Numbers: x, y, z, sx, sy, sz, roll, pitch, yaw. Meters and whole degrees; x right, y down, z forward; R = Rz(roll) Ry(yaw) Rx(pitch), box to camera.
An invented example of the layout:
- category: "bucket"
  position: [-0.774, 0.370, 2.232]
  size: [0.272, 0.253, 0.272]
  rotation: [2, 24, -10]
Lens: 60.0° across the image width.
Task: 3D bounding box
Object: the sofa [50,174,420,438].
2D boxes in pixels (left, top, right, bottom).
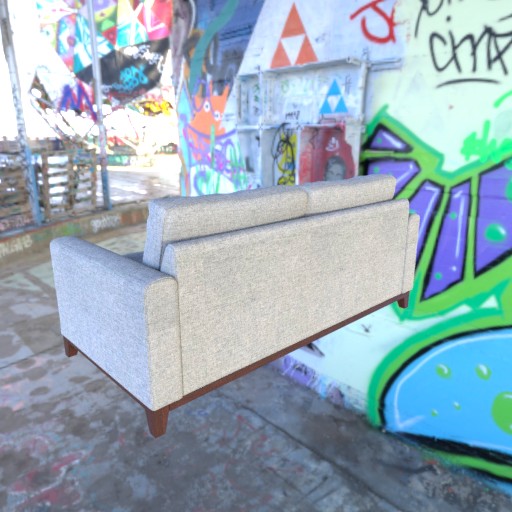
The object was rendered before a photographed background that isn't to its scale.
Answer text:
- category: "sofa"
  position: [0.000, 0.000, 2.552]
  size: [1.978, 0.892, 0.969]
  rotation: [-14, 21, -41]
